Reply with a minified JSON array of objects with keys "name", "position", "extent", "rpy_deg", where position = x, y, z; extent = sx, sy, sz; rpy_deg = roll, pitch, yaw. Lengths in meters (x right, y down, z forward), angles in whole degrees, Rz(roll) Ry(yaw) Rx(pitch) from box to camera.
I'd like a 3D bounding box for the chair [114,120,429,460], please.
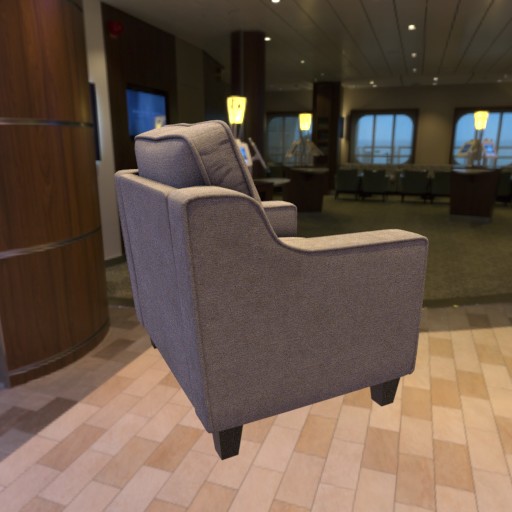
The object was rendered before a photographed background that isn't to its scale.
[{"name":"chair","position":[0.000,0.000,1.651],"extent":[0.840,0.944,0.926],"rpy_deg":[-7,16,-26]}]
